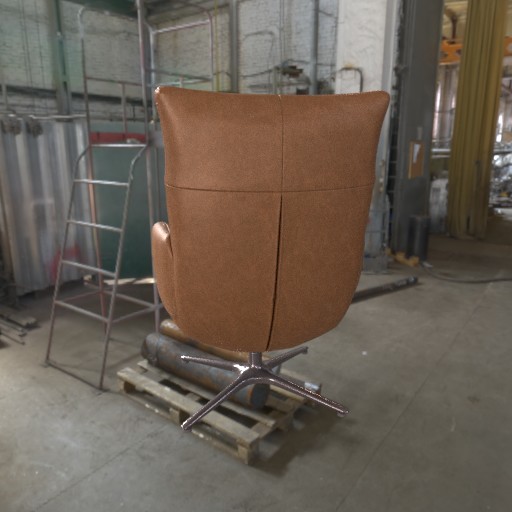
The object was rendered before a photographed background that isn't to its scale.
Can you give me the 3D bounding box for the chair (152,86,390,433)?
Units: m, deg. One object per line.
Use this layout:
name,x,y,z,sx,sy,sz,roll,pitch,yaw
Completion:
chair,0.000,0.000,1.548,0.711,1.027,0.794,-2,14,-9
